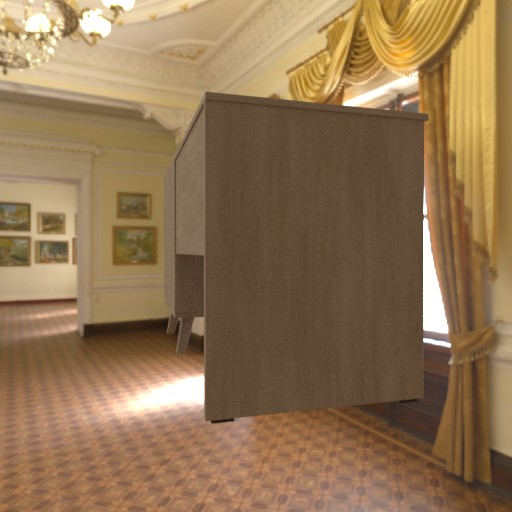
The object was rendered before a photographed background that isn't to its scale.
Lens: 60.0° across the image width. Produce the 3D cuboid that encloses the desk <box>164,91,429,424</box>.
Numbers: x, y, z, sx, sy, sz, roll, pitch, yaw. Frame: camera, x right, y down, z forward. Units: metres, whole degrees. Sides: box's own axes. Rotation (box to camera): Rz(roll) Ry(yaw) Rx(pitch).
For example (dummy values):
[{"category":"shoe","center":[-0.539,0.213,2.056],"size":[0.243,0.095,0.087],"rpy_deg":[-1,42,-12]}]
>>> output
[{"category":"desk","center":[0.000,0.000,1.704],"size":[0.600,0.770,1.251],"rpy_deg":[0,1,-16]}]
